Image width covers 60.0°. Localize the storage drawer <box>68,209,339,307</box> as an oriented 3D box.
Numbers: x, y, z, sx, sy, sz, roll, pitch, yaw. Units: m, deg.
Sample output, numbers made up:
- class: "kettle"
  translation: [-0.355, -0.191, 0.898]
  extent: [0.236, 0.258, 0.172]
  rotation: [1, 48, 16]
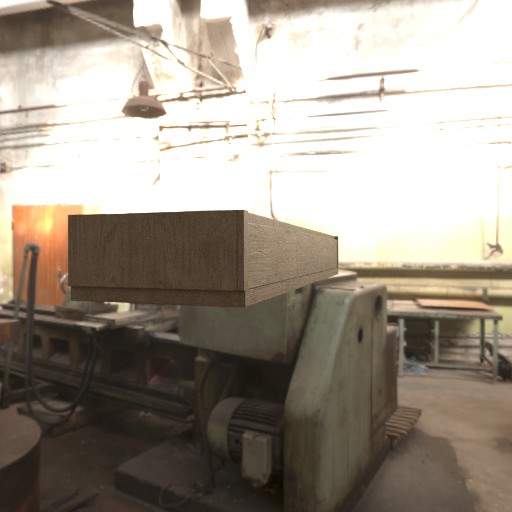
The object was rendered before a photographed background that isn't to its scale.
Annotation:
- class: "storage drawer"
  translation: [0.000, 0.000, 2.302]
  extent: [0.591, 0.274, 2.072]
  rotation: [0, 0, 18]
